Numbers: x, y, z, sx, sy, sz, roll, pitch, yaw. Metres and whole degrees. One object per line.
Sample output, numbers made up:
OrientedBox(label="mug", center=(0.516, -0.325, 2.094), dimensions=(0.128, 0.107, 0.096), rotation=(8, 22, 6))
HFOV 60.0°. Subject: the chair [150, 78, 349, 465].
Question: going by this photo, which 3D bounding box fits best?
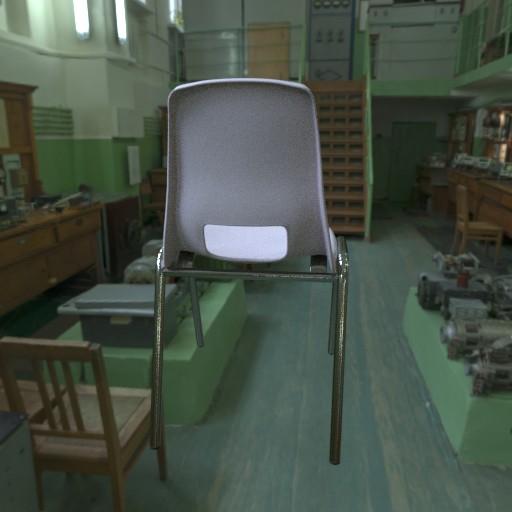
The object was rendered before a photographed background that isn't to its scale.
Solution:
OrientedBox(label="chair", center=(0.000, 0.000, 0.931), dimensions=(0.381, 0.653, 0.436), rotation=(2, 16, 7))
